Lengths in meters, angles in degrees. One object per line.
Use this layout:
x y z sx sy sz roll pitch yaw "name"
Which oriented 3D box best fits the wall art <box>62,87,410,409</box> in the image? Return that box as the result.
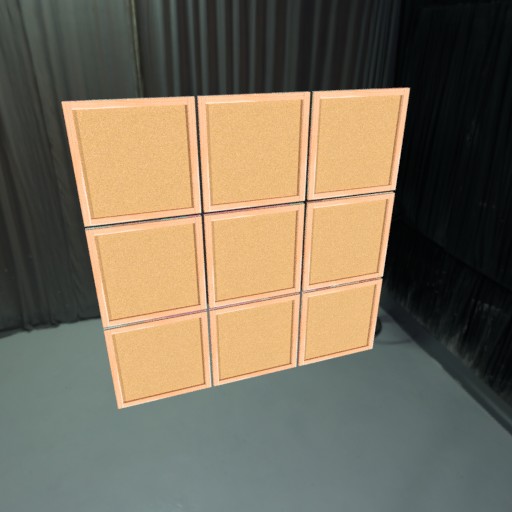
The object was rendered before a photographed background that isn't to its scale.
0.000 0.000 1.317 0.911 0.910 0.012 -9 28 -17 "wall art"
